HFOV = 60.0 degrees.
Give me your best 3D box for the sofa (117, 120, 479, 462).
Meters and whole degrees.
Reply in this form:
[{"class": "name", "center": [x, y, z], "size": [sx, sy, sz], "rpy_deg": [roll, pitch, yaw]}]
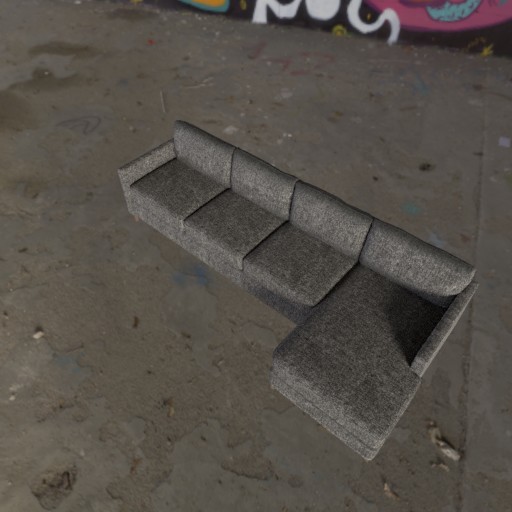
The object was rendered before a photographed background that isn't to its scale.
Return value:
[{"class": "sofa", "center": [0.000, 0.000, 3.967], "size": [3.384, 0.970, 1.488], "rpy_deg": [32, 55, 26]}]
